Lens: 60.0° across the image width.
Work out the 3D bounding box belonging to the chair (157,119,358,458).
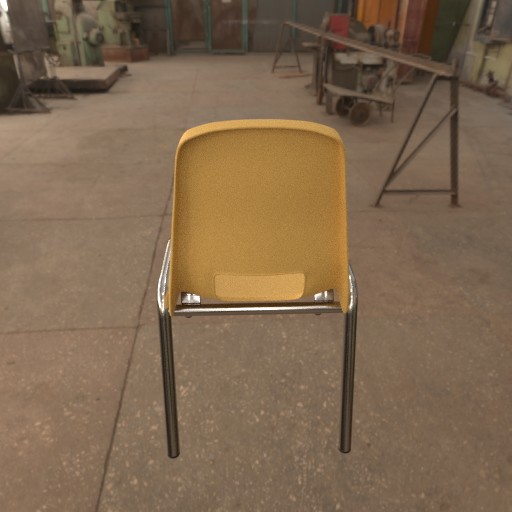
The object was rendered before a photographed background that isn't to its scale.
[{"bbox_3d":[0.000,0.000,0.822,0.354,0.586,0.423,-1,30,-2],"label":"chair"}]
